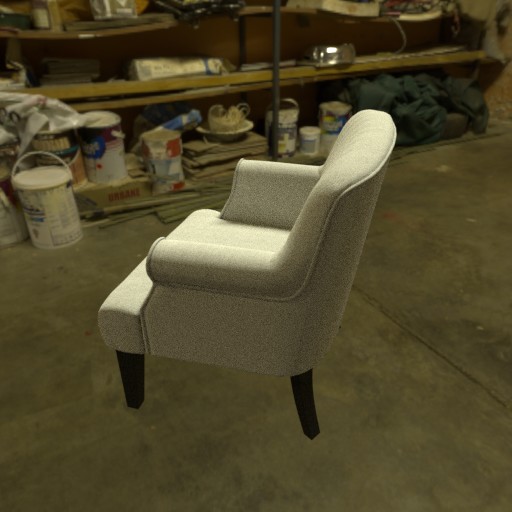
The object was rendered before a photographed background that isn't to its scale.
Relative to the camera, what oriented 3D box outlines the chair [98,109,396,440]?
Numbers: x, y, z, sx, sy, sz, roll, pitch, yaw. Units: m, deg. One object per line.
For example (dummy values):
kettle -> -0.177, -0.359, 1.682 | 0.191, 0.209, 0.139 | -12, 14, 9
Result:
chair -> 0.000, 0.000, 1.434 | 0.750, 0.875, 0.781 | 8, 31, 14
